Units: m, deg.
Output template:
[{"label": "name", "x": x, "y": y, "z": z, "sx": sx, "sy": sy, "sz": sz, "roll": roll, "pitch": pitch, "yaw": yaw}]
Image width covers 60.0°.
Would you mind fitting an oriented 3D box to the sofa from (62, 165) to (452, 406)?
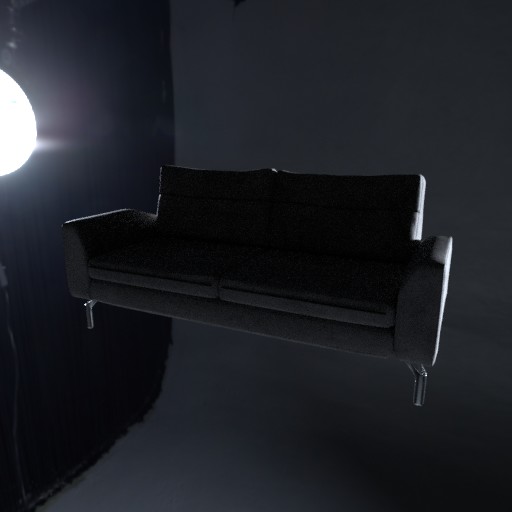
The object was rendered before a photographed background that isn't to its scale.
[{"label": "sofa", "x": 0.000, "y": 0.000, "z": 2.295, "sx": 1.837, "sy": 0.859, "sz": 0.849, "roll": 7, "pitch": 17, "yaw": 24}]
